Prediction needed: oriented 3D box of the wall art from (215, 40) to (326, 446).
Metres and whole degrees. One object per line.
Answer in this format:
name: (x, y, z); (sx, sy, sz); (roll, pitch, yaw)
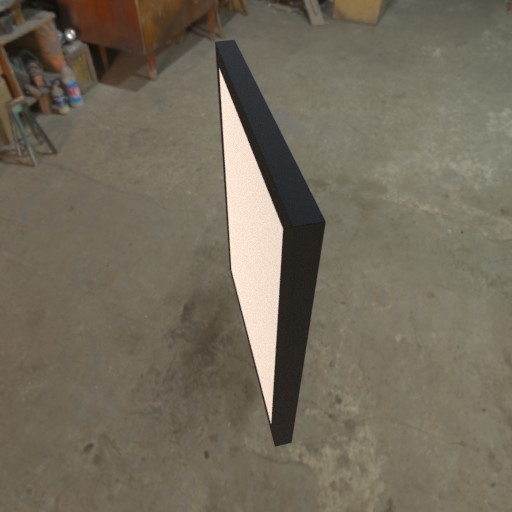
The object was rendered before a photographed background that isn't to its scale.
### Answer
wall art: (0.000, 0.000, 0.562); (0.024, 0.404, 0.329); (-10, 47, -9)
